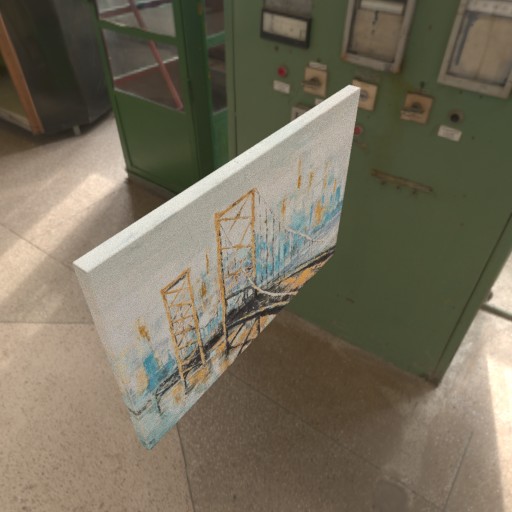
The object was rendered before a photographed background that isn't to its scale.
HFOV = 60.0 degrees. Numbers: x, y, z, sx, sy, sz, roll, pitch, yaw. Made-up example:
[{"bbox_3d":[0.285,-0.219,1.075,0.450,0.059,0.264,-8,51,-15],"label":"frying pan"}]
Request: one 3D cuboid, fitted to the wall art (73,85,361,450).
[{"bbox_3d":[0.000,0.000,1.158,0.038,0.609,0.913,27,48,26],"label":"wall art"}]
